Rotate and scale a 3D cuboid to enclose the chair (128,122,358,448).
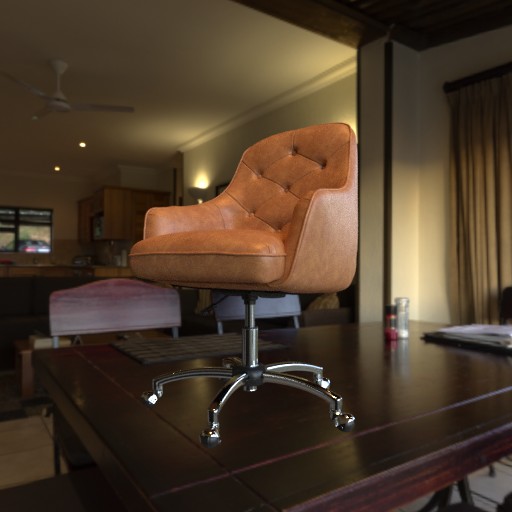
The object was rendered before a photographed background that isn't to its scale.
[{"bbox_3d":[0.000,0.000,1.324,0.628,0.909,0.615,-1,-1,37],"label":"chair"}]
